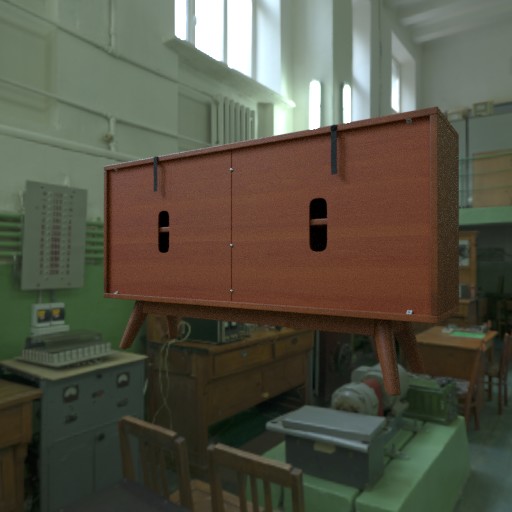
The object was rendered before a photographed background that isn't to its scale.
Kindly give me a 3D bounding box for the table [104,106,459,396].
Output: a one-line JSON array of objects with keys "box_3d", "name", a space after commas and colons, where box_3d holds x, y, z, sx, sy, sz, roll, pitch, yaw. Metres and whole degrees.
[{"box_3d": [0.000, 0.000, 1.496, 1.220, 0.698, 0.308, 0, 0, 34], "name": "table"}]
